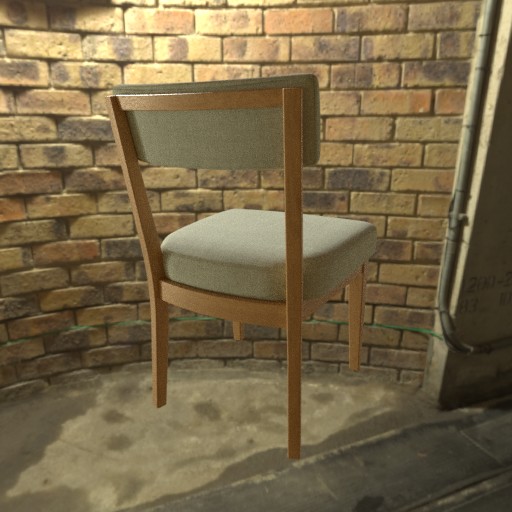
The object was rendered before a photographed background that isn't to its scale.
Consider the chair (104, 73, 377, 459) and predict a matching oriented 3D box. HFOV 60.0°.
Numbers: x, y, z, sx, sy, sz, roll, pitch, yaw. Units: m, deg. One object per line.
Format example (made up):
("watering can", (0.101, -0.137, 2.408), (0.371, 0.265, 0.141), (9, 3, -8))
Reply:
("chair", (0.000, 0.000, 1.169), (0.508, 0.832, 0.572), (9, 18, 28))
